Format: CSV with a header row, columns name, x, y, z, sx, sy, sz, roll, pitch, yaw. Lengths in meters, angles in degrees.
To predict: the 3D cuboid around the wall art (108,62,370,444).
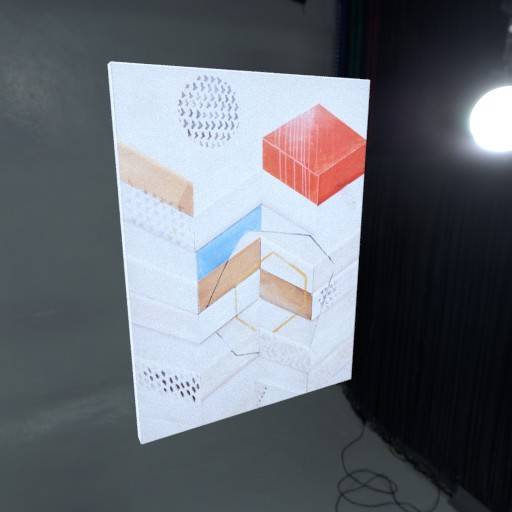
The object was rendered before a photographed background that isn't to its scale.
name,x,y,z,sx,sy,sz,roll,pitch,yaw
wall art,0.000,0.000,1.587,0.914,1.221,0.046,-8,17,-27
